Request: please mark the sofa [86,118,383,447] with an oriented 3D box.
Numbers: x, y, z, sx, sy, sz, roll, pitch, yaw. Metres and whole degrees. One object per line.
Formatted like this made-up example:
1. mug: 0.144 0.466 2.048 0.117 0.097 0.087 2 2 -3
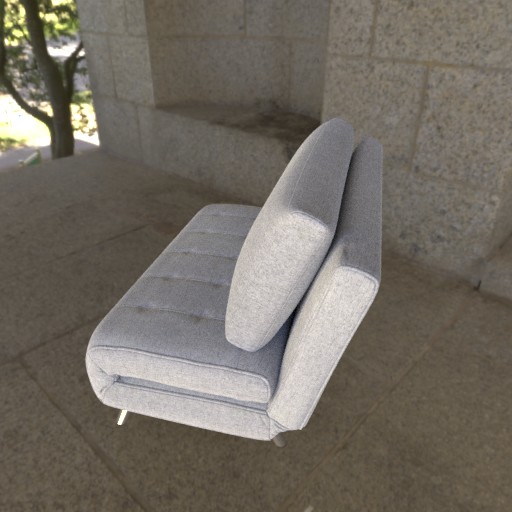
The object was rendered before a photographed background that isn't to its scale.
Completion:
1. sofa: 0.000 0.000 1.802 0.910 0.910 1.220 7 30 12
